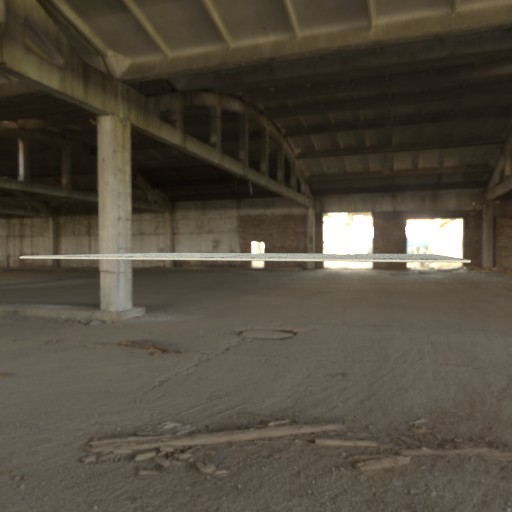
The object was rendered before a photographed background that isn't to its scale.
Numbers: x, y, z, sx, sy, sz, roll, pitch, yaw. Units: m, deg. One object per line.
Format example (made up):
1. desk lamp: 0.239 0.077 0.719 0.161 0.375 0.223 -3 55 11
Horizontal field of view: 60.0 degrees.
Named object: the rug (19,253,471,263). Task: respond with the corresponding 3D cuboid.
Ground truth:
1. rug: 0.000 0.000 2.270 1.831 0.012 1.213 0 1 18
